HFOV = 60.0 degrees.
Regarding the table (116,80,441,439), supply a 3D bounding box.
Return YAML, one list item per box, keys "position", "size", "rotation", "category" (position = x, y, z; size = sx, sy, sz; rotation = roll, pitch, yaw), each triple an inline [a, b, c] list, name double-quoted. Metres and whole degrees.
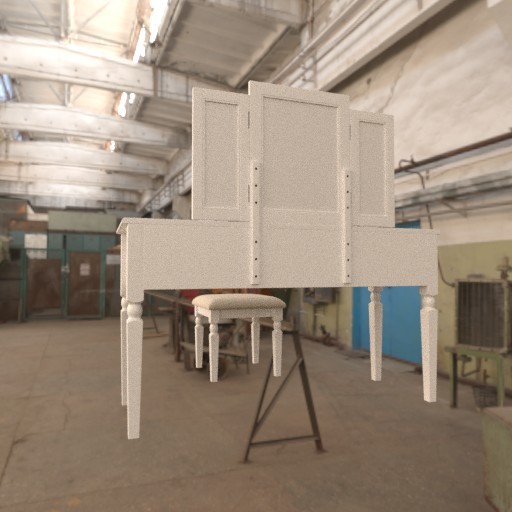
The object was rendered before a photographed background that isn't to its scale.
- position: [0.000, 0.000, 2.263]
  size: [1.369, 1.310, 1.115]
  rotation: [1, -2, -20]
  category: "table"
